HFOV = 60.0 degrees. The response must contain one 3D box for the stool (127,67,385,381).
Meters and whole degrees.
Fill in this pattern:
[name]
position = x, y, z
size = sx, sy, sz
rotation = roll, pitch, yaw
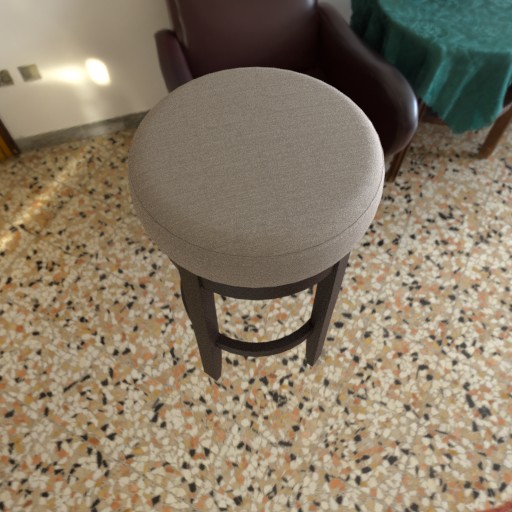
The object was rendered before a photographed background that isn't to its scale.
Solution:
[stool]
position = 0.000, 0.000, 1.042
size = 0.443, 0.757, 0.443
rotation = 0, 59, 0
